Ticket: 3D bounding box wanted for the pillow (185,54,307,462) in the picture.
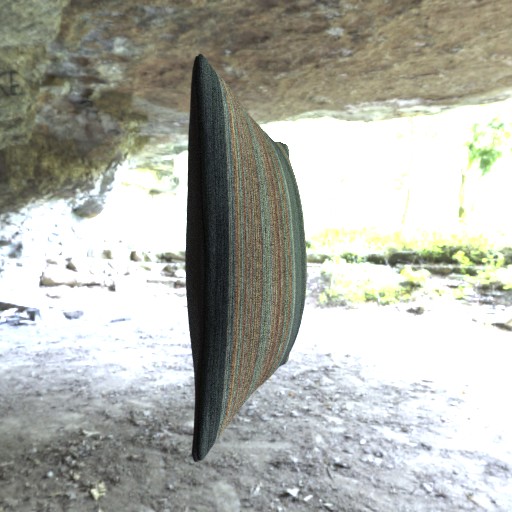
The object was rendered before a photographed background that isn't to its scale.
[{"bbox_3d":[0.000,0.000,0.652,0.136,0.419,0.437,0,1,16],"label":"pillow"}]
